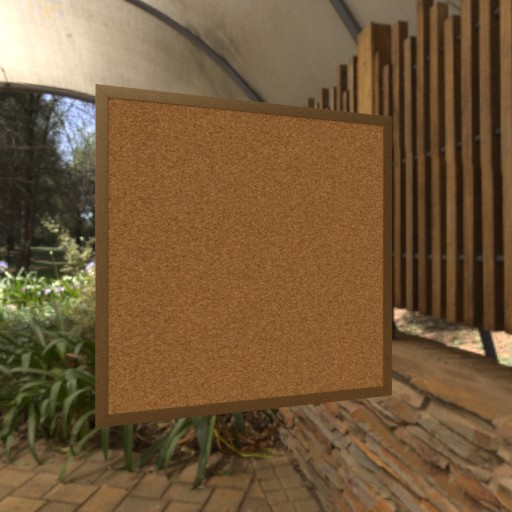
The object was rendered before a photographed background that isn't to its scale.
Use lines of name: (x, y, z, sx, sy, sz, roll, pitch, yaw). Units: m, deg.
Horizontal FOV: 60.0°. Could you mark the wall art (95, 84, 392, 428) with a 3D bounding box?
wall art: (0.000, 0.000, 0.750, 0.510, 0.509, 0.037, 0, 0, -18)
